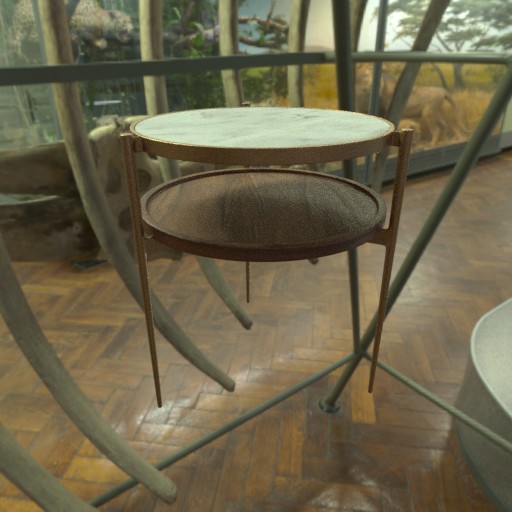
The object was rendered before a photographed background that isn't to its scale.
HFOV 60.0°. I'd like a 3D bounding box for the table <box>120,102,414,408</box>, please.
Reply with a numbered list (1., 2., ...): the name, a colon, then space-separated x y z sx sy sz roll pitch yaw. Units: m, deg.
1. table: 0.000 0.000 0.829 0.456 0.493 0.430 -17 31 -32
